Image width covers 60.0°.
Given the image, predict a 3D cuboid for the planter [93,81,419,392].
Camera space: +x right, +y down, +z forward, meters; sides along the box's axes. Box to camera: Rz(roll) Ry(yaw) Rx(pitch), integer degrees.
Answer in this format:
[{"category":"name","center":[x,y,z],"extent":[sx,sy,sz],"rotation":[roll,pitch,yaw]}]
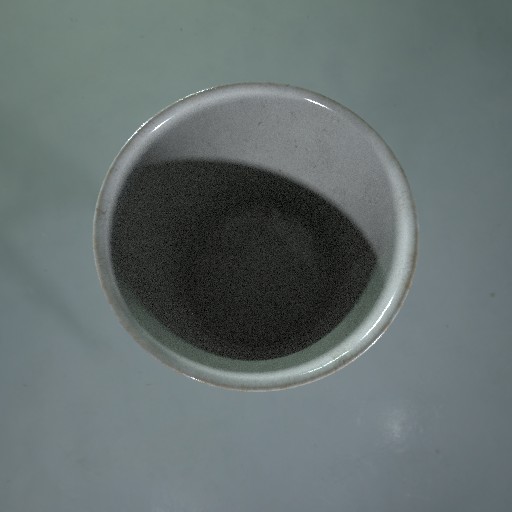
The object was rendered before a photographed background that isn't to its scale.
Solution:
[{"category":"planter","center":[0.000,0.000,0.222],"extent":[0.126,0.104,0.126],"rotation":[0,75,0]}]
